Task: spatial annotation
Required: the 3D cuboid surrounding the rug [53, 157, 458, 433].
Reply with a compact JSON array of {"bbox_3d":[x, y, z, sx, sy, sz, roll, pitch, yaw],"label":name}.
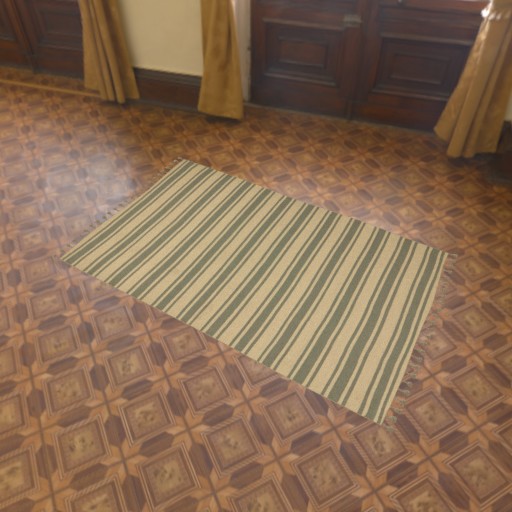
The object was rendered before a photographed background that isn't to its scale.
[{"bbox_3d":[0.000,0.000,2.602,2.084,0.009,1.222,23,50,21],"label":"rug"}]
